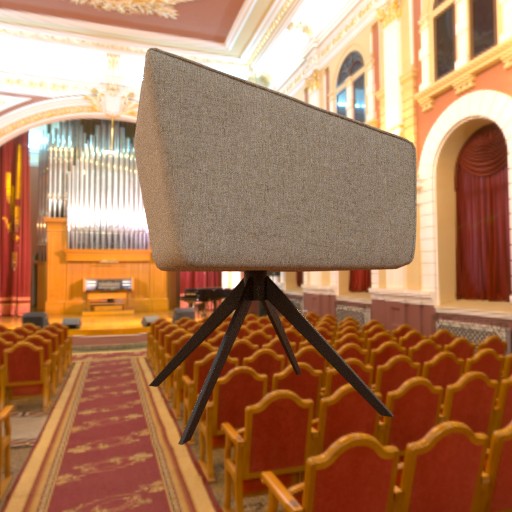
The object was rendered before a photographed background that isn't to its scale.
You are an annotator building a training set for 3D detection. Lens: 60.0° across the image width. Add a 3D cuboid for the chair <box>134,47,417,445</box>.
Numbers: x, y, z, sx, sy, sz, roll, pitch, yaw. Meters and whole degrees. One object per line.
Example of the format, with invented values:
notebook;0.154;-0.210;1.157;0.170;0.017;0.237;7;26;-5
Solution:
chair;0.000;0.000;1.194;0.623;0.760;0.628;1;-3;-18
